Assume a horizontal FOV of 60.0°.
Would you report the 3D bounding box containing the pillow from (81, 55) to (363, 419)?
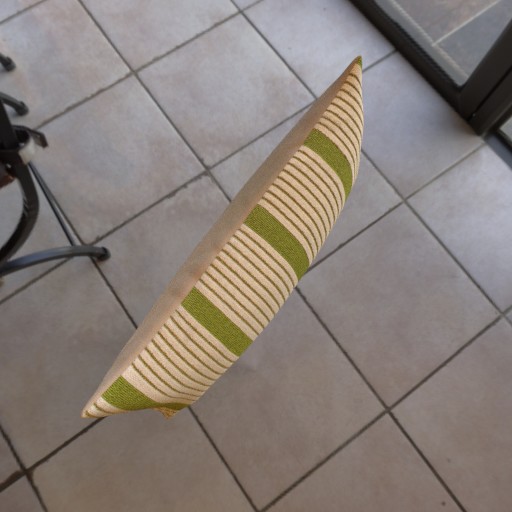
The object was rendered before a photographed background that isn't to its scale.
[{"bbox_3d":[0.000,0.000,0.708,0.156,0.292,0.608,35,78,8],"label":"pillow"}]
